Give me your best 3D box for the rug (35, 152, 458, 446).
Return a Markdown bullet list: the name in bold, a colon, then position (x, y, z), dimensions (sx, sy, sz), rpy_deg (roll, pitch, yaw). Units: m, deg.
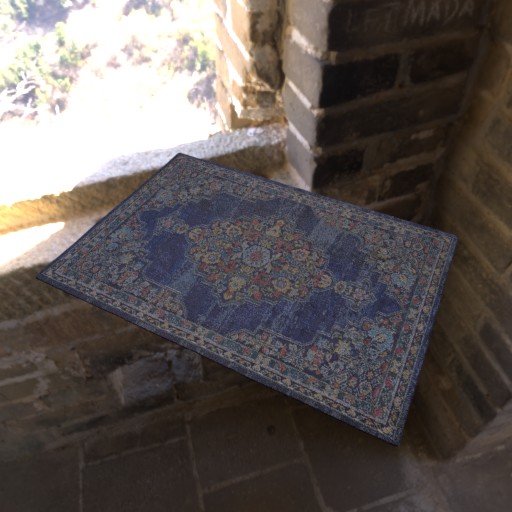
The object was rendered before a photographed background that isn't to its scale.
- **rug**: position (0.000, 0.000, 3.703), dimensions (2.940, 0.011, 2.053), rpy_deg (20, 49, 19)
